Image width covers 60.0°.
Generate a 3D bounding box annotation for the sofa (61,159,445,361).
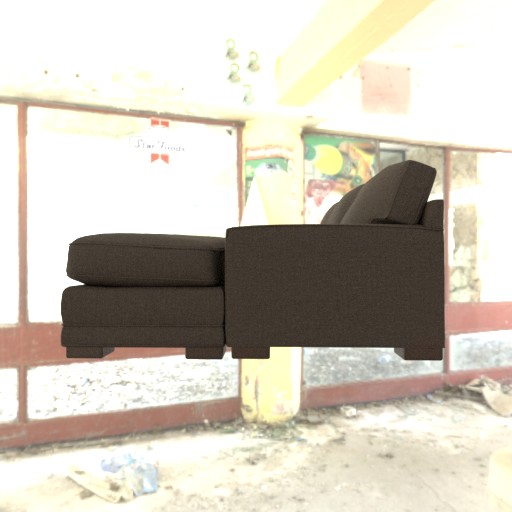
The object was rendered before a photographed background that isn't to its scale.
[{"bbox_3d":[0.000,0.000,3.193,1.790,0.973,2.370,0,0,2],"label":"sofa"}]
